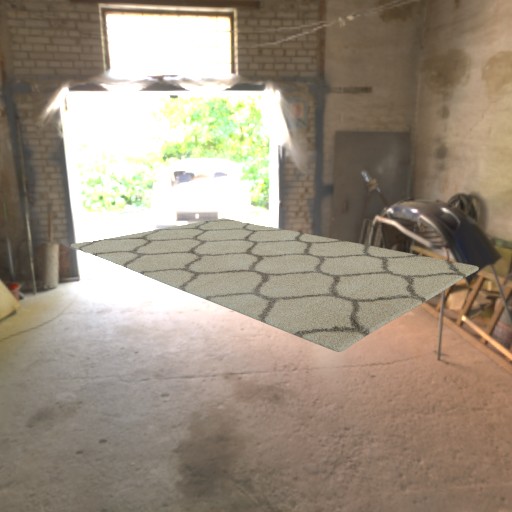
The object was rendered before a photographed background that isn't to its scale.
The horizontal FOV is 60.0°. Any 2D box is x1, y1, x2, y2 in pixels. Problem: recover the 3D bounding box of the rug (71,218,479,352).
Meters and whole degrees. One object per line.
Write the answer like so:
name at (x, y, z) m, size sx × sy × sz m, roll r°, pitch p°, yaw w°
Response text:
rug at (0.000, 0.000, 2.971) m, size 2.348 × 0.024 × 1.501 m, roll 14°, pitch 21°, yaw 42°
